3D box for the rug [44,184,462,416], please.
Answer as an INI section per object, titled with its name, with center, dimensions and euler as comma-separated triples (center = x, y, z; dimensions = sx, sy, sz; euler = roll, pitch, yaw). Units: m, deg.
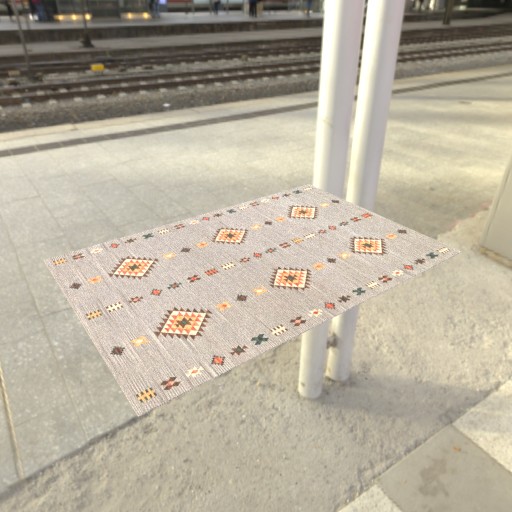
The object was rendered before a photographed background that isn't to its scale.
[rug]
center = 0.000, 0.000, 2.315
dimensions = 1.818, 0.005, 1.217
euler = -20, 36, -30
